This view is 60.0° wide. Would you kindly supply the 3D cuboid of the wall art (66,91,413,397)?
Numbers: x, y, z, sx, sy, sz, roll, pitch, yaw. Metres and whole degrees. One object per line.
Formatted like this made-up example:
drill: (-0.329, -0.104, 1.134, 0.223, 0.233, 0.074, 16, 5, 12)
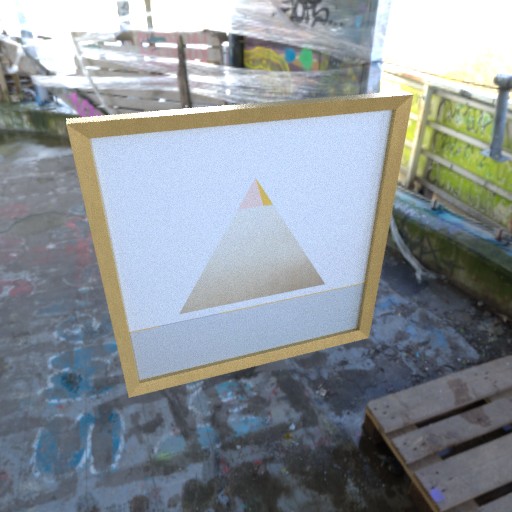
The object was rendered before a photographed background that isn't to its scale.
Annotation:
wall art: (0.000, 0.000, 2.924, 1.935, 1.936, 0.097, -10, 34, -16)
